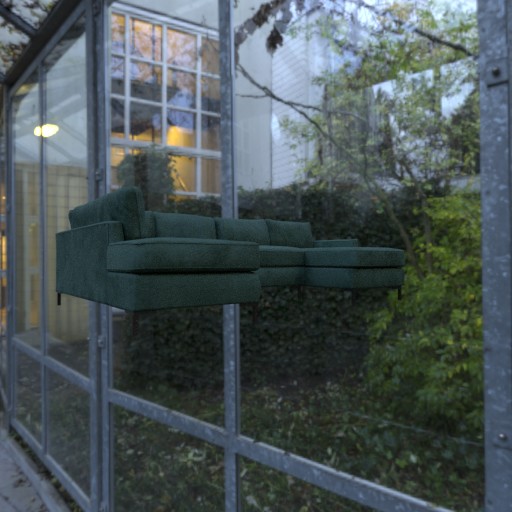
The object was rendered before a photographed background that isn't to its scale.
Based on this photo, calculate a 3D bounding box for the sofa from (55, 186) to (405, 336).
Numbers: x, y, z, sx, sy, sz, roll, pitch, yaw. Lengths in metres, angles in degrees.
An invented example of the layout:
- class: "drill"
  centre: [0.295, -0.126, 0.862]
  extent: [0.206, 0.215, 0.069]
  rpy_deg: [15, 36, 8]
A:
- class: "sofa"
  centre: [0.000, 0.000, 3.929]
  extent: [2.994, 0.861, 1.992]
  rpy_deg: [0, -1, -36]
